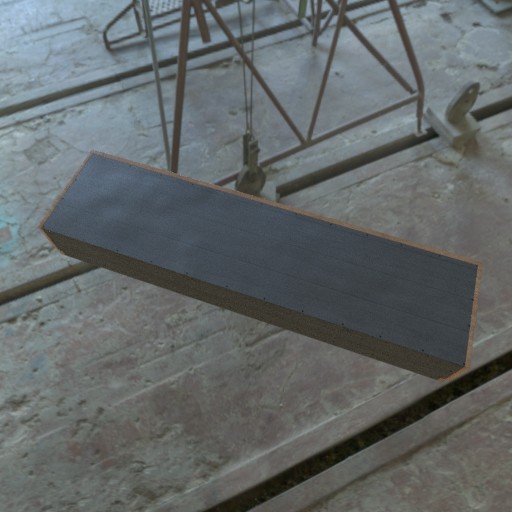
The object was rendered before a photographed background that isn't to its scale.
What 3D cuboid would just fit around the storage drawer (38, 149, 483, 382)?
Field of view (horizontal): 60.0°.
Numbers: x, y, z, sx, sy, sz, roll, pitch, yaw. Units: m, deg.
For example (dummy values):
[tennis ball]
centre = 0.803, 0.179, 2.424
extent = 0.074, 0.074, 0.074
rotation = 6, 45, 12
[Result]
[storage drawer]
centre = 0.000, 0.000, 2.197
extent = 2.032, 0.264, 0.538
rotation = 17, 63, 9
